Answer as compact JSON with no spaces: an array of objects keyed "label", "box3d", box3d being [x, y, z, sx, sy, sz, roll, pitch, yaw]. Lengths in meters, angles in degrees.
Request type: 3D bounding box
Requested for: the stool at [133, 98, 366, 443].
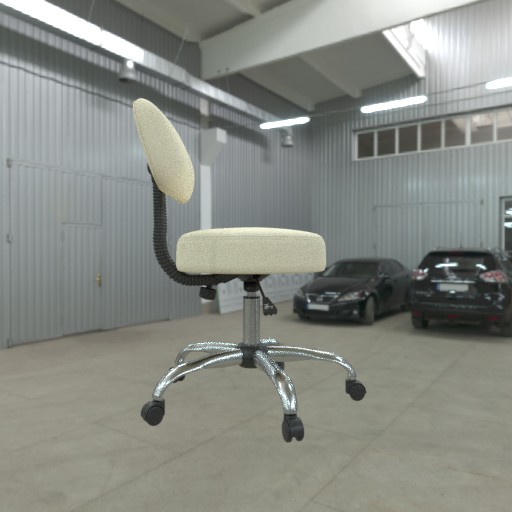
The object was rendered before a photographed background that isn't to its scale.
[{"label":"stool","box3d":[0.000,0.000,1.248,0.616,0.810,0.609,0,0,0]}]
